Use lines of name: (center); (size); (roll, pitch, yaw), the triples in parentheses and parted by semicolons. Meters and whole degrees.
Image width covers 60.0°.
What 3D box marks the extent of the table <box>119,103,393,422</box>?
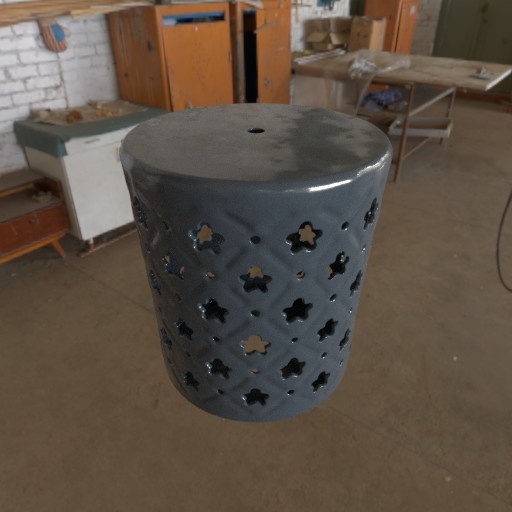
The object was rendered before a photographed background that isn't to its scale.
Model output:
table: (0.000, 0.000, 0.682); (0.352, 0.387, 0.352); (0, 32, 0)
